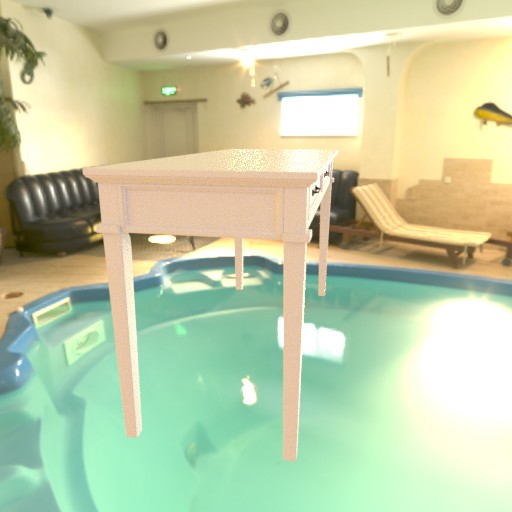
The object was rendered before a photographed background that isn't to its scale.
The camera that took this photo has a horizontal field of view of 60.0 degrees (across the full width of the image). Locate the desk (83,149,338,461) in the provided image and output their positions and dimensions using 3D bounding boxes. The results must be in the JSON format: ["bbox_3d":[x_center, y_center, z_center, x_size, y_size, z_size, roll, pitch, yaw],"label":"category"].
[{"bbox_3d":[0.000,0.000,1.752,0.559,0.774,1.372,3,16,11],"label":"desk"}]
